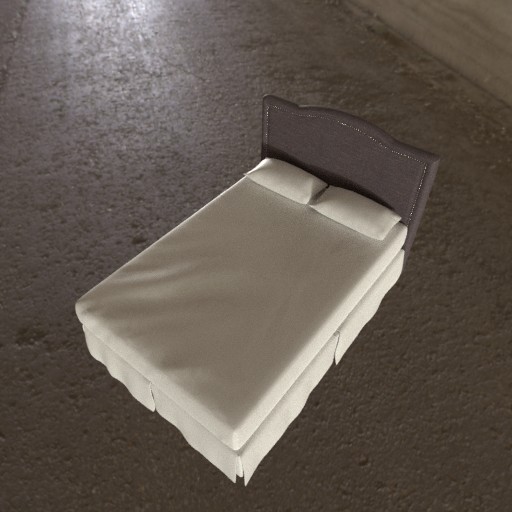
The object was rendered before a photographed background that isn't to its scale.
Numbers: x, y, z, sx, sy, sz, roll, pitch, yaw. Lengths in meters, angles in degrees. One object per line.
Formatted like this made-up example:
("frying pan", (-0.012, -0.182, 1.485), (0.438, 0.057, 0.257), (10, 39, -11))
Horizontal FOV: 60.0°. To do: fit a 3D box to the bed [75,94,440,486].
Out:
("bed", (0.000, 0.000, 3.525), (1.741, 1.441, 2.507), (30, 53, 26))
